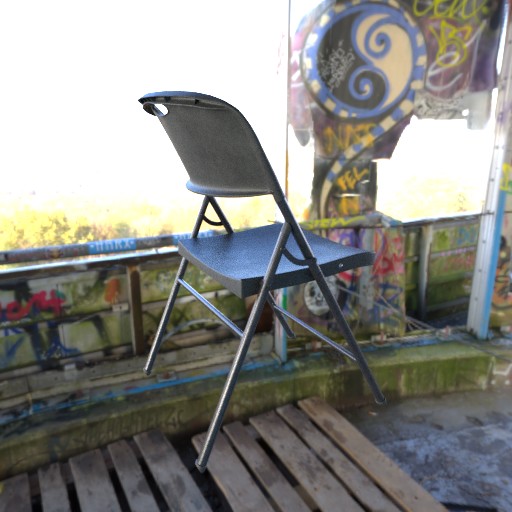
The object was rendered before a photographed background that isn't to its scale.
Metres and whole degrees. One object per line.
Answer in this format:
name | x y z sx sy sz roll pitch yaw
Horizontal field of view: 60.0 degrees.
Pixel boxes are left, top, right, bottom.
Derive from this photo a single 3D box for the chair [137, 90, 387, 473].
chair | 0.000 0.000 1.199 0.567 0.810 0.494 -8 17 -27
